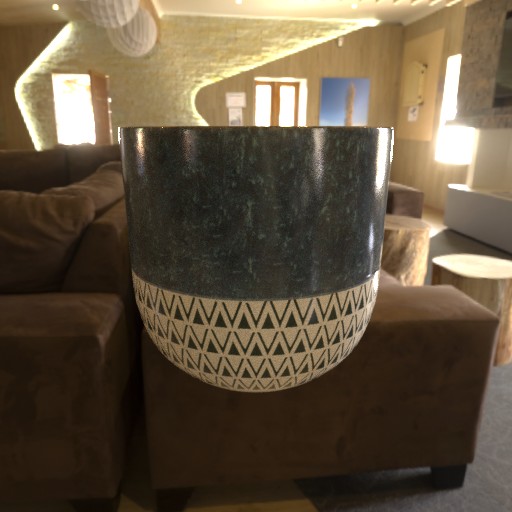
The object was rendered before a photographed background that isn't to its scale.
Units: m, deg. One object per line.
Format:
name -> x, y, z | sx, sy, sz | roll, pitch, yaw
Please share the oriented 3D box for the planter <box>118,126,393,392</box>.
planter -> 0.000, 0.000, 0.483 | 0.266, 0.270, 0.266 | 0, 16, 0
